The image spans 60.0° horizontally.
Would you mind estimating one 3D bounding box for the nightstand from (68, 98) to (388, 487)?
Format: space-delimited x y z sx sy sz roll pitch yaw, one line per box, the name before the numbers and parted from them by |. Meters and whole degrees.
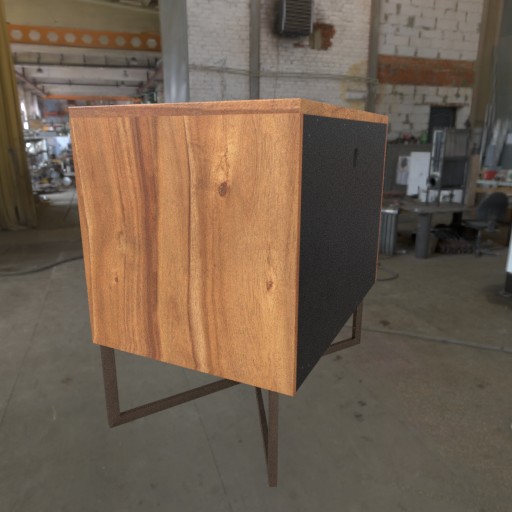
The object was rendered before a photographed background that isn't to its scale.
nightstand | 0.000 0.000 0.998 0.427 0.615 0.613 7 17 25
